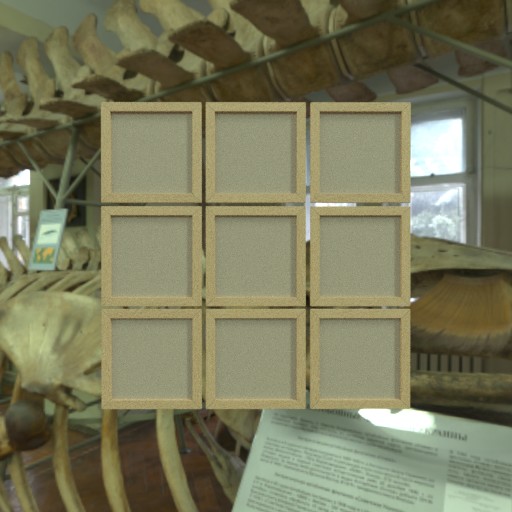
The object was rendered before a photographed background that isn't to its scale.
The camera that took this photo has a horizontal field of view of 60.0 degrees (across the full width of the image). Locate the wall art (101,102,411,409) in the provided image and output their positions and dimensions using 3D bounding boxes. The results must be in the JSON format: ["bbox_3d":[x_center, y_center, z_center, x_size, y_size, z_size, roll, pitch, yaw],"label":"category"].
[{"bbox_3d":[0.000,0.000,1.752,1.217,1.207,0.016,0,0,0],"label":"wall art"}]
